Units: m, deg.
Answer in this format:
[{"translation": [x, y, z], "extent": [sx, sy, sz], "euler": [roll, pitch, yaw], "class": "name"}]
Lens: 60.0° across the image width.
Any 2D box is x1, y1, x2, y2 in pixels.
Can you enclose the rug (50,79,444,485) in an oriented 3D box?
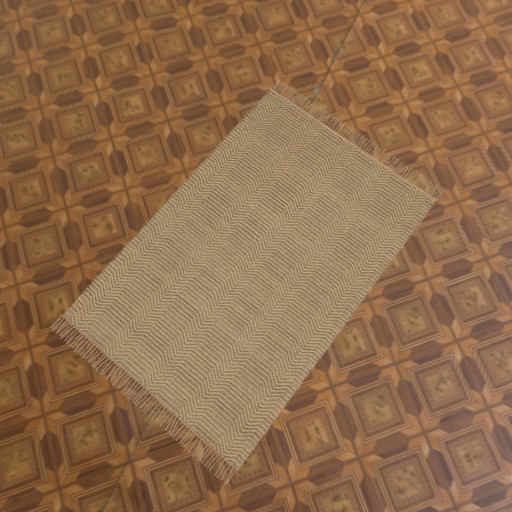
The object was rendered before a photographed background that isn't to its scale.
[{"translation": [0.000, 0.000, 3.092], "extent": [1.528, 0.034, 2.523], "euler": [37, 77, 10], "class": "rug"}]
